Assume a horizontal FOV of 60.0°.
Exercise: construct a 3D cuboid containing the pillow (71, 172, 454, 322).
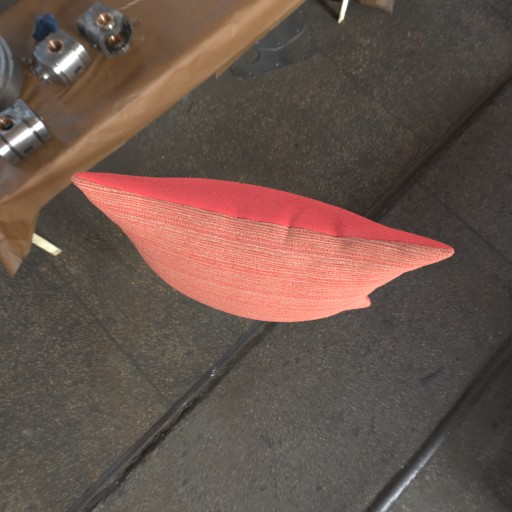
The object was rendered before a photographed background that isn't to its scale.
[{"bbox_3d":[0.000,0.000,0.840,0.559,0.501,0.229,12,76,3],"label":"pillow"}]
